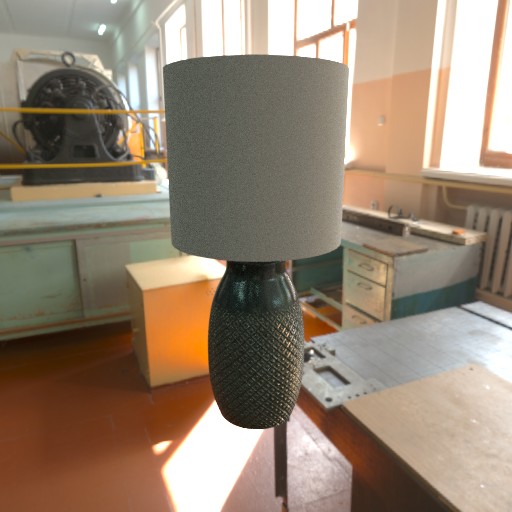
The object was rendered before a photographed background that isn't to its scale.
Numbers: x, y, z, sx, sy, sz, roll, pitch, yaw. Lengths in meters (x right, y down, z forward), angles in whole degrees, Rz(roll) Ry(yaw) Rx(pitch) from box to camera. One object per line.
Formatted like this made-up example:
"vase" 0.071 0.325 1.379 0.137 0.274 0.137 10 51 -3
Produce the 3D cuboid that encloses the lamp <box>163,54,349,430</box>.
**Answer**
"lamp" 0.000 0.000 0.582 0.217 0.453 0.217 3 15 10
